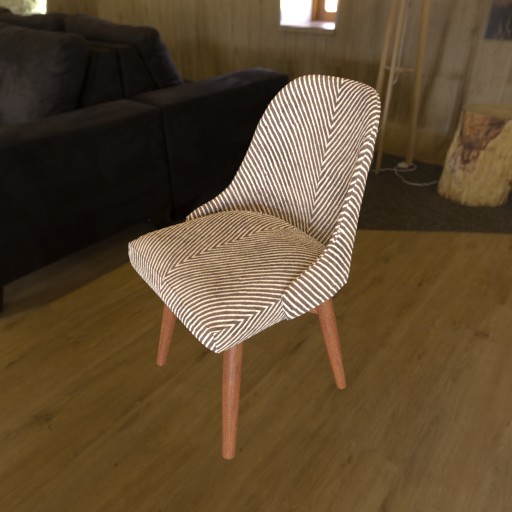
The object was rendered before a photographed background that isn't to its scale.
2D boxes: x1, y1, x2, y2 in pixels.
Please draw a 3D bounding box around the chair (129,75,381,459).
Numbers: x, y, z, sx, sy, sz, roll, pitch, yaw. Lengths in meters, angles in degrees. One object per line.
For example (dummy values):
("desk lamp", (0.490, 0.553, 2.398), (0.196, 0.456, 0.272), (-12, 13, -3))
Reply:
("chair", (0.000, 0.000, 1.247), (0.591, 0.883, 0.504), (-20, 37, -30))
